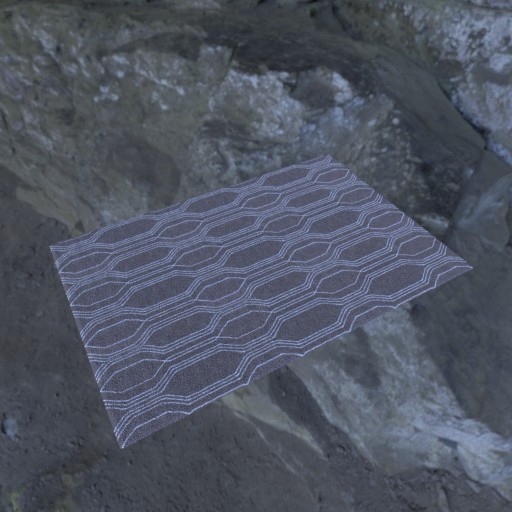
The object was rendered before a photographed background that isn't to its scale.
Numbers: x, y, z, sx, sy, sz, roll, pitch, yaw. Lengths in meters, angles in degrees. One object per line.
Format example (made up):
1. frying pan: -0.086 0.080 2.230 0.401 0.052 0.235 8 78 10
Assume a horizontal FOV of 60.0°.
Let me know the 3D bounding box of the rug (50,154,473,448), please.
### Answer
1. rug: 0.000 0.000 2.308 1.836 0.012 1.239 -22 49 -21
